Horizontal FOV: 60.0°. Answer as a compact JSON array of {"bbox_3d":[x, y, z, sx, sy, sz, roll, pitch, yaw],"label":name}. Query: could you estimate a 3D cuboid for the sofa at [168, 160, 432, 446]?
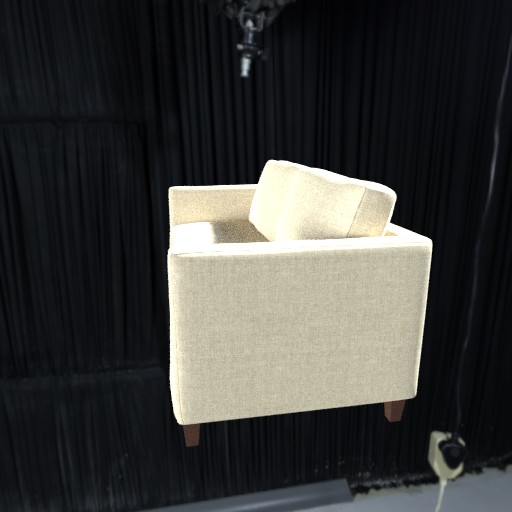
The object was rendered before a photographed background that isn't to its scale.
[{"bbox_3d":[0.000,0.000,2.417,0.950,0.963,1.884,-3,16,-10],"label":"sofa"}]
